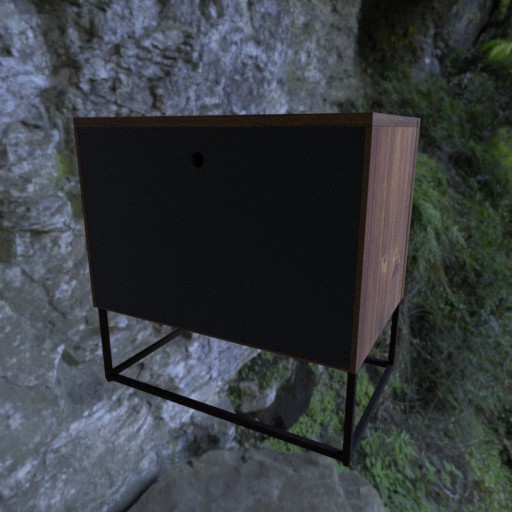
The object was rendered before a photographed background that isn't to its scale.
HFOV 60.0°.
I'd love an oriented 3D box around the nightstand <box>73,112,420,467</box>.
[{"bbox_3d":[0.000,0.000,1.025,0.610,0.610,0.437,8,18,27],"label":"nightstand"}]
